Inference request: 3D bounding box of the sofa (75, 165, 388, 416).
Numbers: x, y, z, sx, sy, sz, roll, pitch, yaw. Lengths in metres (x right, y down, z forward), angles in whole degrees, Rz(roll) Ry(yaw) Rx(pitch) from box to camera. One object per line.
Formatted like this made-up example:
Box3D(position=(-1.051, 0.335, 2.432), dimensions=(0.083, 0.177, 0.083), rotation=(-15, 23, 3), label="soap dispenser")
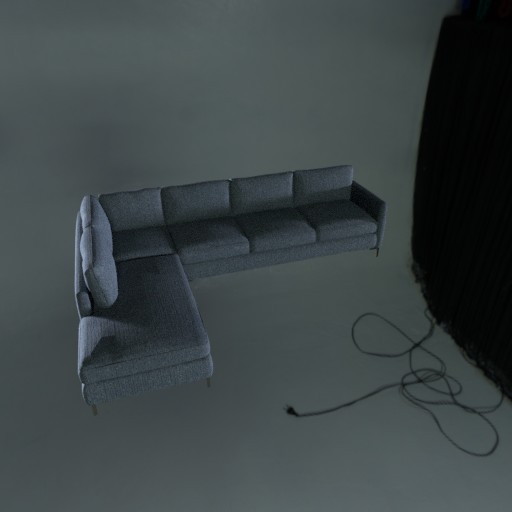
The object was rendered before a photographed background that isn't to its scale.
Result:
Box3D(position=(0.000, 0.000, 3.868), dimensions=(2.949, 0.815, 2.007), rotation=(-10, 32, -16), label="sofa")
